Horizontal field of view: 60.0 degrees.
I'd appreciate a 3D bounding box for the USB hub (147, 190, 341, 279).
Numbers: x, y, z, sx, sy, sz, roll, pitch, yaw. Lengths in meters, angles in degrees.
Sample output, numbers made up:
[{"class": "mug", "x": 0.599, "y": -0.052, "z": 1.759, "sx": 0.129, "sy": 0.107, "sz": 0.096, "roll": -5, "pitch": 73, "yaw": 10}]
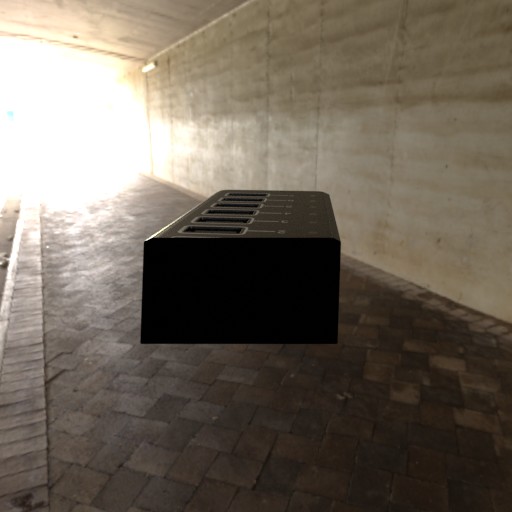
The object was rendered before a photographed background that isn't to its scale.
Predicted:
[{"class": "USB hub", "x": 0.000, "y": 0.000, "z": 0.127, "sx": 0.044, "sy": 0.023, "sz": 0.110, "roll": 2, "pitch": 16, "yaw": 7}]
